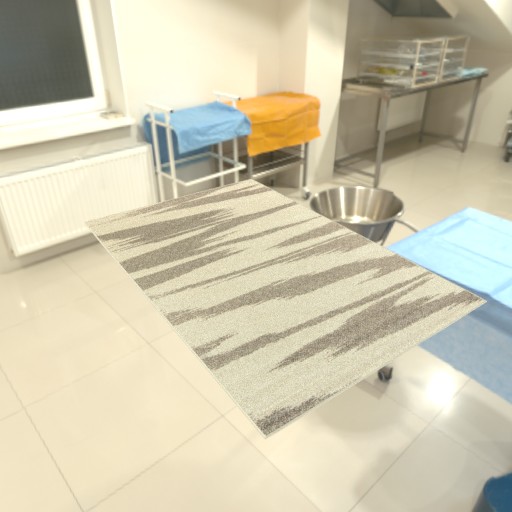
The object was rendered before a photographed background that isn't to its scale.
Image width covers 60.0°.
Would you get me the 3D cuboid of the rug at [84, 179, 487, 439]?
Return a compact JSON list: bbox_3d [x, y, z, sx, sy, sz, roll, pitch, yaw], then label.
[{"bbox_3d":[0.000,0.000,2.301,1.225,0.008,1.827,-20,36,-30],"label":"rug"}]
